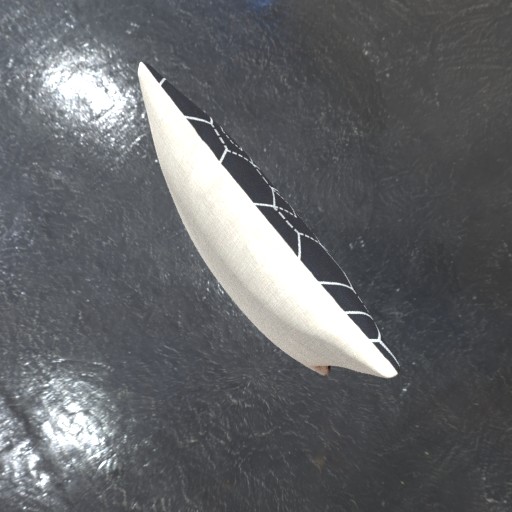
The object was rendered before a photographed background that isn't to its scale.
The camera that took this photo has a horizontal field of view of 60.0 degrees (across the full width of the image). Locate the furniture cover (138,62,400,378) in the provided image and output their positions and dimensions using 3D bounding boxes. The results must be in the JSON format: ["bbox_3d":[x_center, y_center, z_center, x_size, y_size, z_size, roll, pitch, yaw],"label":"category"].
[{"bbox_3d":[0.000,0.000,0.789,0.158,0.508,0.517,-37,78,-9],"label":"furniture cover"}]
